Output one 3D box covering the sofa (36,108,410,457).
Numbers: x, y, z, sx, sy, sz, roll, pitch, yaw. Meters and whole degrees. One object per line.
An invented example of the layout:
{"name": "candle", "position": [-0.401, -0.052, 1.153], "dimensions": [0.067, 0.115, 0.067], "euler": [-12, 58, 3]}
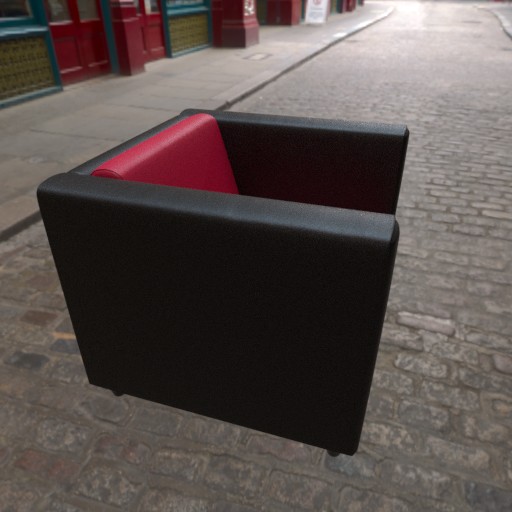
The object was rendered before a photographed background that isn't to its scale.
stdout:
{"name": "sofa", "position": [0.000, 0.000, 1.409], "dimensions": [0.809, 0.724, 0.839], "euler": [9, 32, 15]}
